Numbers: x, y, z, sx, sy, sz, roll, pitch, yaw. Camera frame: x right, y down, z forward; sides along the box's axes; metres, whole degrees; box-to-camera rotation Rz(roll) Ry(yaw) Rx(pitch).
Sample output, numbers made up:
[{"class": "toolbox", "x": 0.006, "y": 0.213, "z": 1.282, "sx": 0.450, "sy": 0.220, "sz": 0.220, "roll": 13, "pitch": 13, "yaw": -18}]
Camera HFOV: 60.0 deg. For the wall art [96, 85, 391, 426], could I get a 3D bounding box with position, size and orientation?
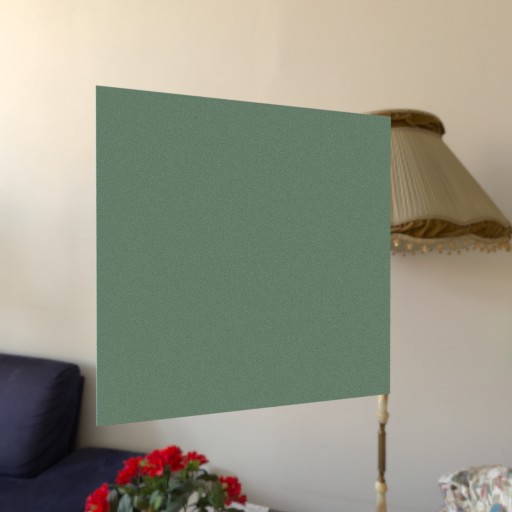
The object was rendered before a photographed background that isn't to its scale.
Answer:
[{"class": "wall art", "x": 0.000, "y": 0.000, "z": 0.890, "sx": 0.603, "sy": 0.603, "sz": 0.036, "roll": 0, "pitch": 1, "yaw": -18}]
